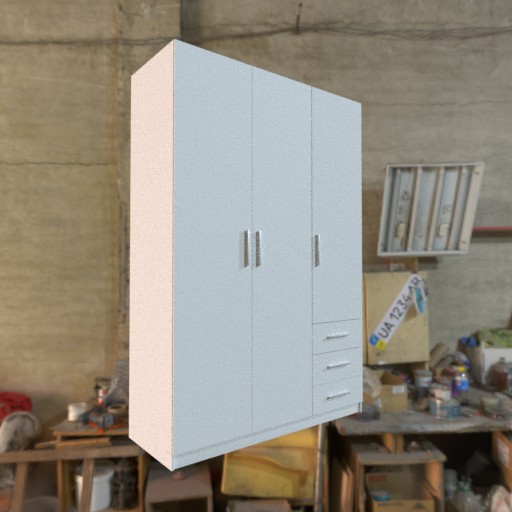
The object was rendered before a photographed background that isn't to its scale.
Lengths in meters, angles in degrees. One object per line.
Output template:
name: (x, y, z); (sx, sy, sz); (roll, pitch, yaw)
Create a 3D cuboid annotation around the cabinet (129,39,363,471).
cabinet: (0.000, 0.000, 2.538); (1.290, 1.910, 0.510); (1, -2, -38)
